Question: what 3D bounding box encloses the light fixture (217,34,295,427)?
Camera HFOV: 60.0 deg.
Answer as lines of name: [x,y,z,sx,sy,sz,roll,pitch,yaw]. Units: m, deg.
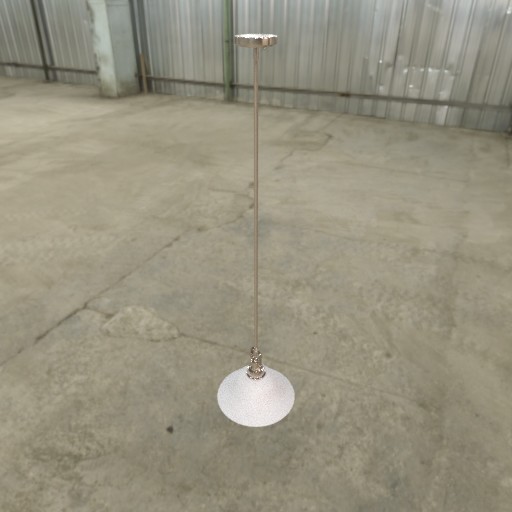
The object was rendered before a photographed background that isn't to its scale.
light fixture: [0.000,0.000,1.517,0.324,1.354,0.324,-21,36,-31]
